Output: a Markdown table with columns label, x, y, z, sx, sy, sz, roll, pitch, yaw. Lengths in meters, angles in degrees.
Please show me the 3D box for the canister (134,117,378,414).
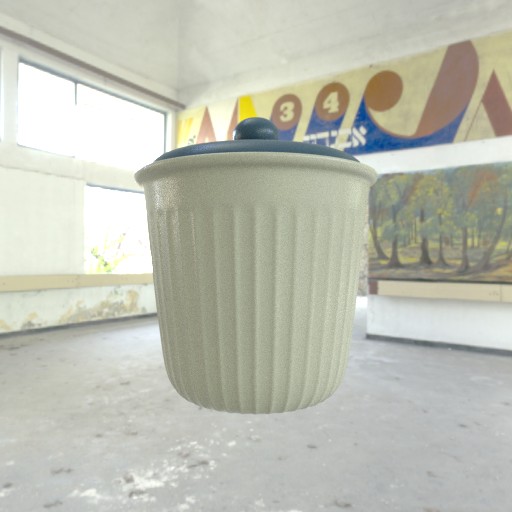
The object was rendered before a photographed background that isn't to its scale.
| label | x | y | z | sx | sy | sz | roll | pitch | yaw |
| --- | --- | --- | --- | --- | --- | --- | --- | --- | --- |
| canister | 0.000 | 0.000 | 0.341 | 0.181 | 0.211 | 0.181 | 0 | 0 | 0 |
